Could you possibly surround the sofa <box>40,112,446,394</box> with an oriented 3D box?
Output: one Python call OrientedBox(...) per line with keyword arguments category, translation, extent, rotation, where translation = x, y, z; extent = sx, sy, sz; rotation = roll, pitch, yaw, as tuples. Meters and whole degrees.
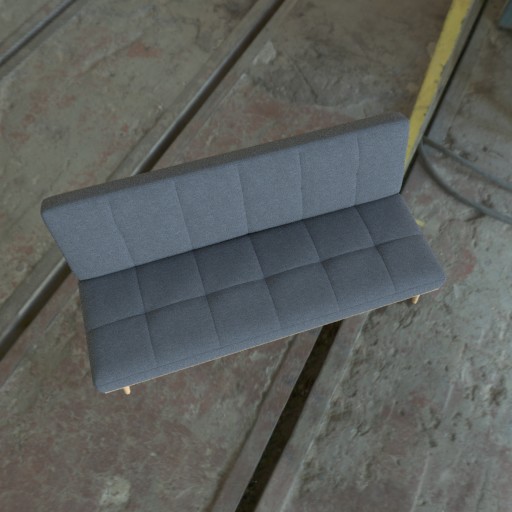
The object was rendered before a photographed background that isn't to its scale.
OrientedBox(category="sofa", translation=(0.000, 0.000, 2.259), extent=(1.820, 0.770, 0.820), rotation=(-16, 64, -8))
